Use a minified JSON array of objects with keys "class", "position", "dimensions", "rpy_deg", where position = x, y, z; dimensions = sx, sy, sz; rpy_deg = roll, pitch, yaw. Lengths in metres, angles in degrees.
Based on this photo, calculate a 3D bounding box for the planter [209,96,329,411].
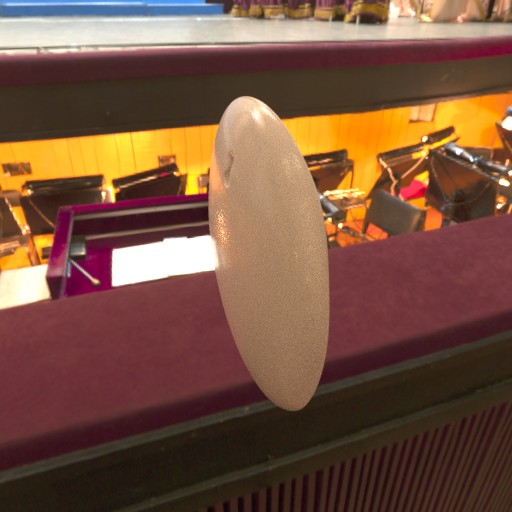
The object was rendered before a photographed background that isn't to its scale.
[{"class":"planter","position":[0.000,0.000,0.277],"dimensions":[0.043,0.188,0.185],"rpy_deg":[-10,33,-15]}]
